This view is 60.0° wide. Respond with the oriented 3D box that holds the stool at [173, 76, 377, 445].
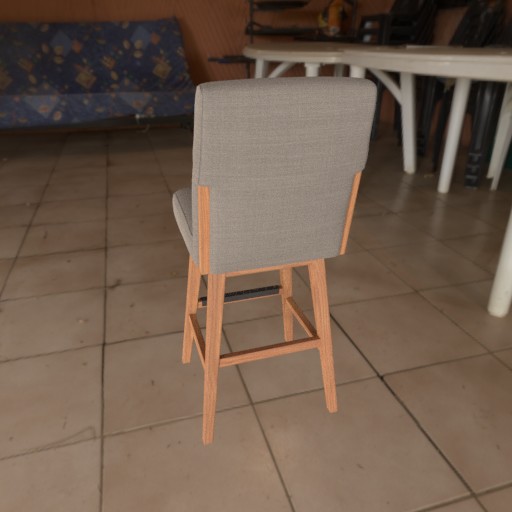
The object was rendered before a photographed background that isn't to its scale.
[{"bbox_3d":[0.000,0.000,1.434,0.483,1.112,0.570,-8,27,-16],"label":"stool"}]
